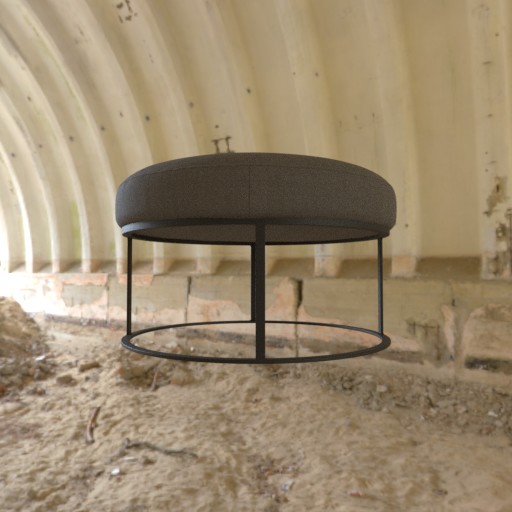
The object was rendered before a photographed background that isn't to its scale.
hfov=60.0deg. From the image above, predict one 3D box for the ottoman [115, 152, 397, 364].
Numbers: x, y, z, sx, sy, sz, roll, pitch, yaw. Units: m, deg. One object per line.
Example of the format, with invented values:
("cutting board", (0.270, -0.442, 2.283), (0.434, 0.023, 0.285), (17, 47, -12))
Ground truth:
("ottoman", (0.000, 0.000, 1.261), (0.772, 0.460, 0.772), (0, -2, 0))
